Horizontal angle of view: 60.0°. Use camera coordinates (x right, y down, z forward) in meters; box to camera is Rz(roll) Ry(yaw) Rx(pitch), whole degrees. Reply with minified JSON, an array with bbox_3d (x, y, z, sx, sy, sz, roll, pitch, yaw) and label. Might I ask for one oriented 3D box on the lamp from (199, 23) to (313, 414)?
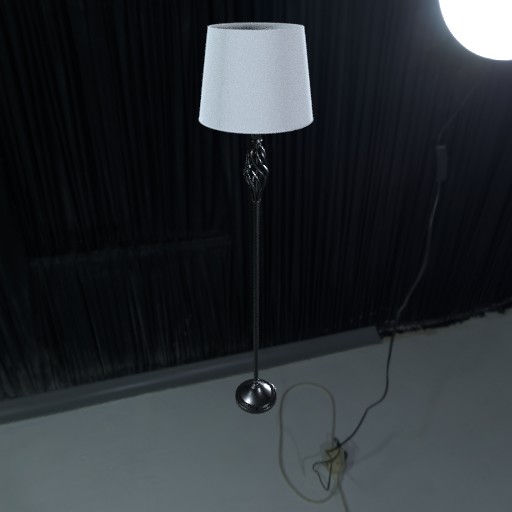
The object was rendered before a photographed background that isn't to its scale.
[{"bbox_3d":[0.000,0.000,1.759,0.379,1.623,0.379,0,31,0],"label":"lamp"}]
